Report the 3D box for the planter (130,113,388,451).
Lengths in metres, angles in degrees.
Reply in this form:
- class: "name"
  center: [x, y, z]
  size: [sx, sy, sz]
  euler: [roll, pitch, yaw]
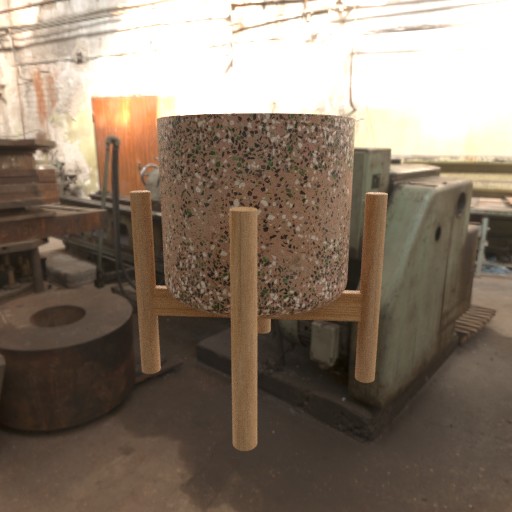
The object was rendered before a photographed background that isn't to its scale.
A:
- class: "planter"
  center: [0.000, 0.000, 0.545]
  size: [0.284, 0.320, 0.284]
  euler: [7, 16, 26]
